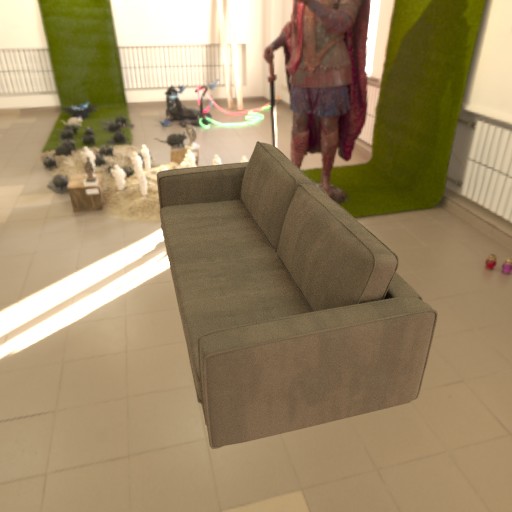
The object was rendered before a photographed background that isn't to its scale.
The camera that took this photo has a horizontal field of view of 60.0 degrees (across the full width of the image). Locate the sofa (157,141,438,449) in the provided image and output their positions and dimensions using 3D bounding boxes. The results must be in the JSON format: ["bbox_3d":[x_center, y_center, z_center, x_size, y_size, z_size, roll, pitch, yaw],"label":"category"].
[{"bbox_3d":[0.000,0.000,2.443,0.924,0.825,1.920,-8,31,-13],"label":"sofa"}]
